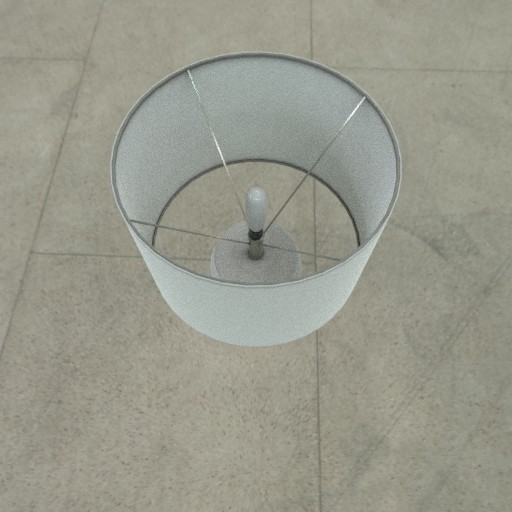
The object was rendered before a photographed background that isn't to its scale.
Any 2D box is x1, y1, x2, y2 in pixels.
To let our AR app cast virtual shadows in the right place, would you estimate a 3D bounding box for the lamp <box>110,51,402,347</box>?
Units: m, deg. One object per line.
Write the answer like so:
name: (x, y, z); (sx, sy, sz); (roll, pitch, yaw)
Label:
lamp: (0.000, 0.000, 0.694); (0.310, 0.502, 0.310); (0, 64, 0)
